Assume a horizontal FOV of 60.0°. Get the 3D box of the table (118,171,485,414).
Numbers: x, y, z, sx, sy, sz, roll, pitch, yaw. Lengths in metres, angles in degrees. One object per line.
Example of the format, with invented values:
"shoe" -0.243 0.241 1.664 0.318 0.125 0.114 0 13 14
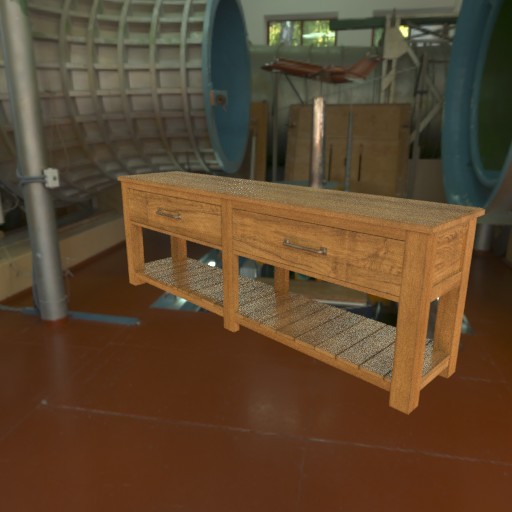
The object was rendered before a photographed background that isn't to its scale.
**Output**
"table" 0.000 0.000 2.092 0.425 0.635 1.815 -16 23 -43
